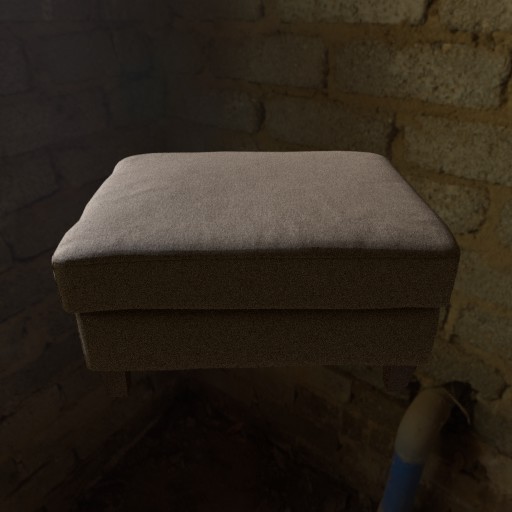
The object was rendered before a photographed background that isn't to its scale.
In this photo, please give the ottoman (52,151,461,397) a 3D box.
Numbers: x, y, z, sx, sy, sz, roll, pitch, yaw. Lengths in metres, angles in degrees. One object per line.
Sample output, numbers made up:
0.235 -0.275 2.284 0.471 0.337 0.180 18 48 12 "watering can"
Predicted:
0.000 0.000 1.305 0.889 0.511 0.692 -1 31 -1 "ottoman"
